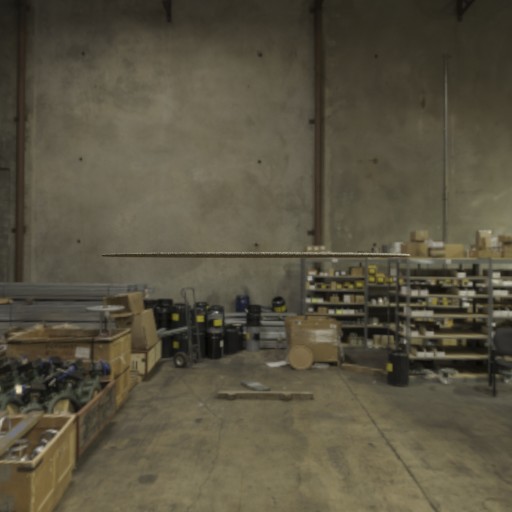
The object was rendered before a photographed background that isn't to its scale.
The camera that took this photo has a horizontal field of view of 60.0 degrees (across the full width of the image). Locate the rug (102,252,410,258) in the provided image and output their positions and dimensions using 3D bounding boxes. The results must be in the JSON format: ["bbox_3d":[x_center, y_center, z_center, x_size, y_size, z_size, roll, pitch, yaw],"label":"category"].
[{"bbox_3d":[0.000,0.000,2.430,1.598,0.010,1.598,0,-1,0],"label":"rug"}]
